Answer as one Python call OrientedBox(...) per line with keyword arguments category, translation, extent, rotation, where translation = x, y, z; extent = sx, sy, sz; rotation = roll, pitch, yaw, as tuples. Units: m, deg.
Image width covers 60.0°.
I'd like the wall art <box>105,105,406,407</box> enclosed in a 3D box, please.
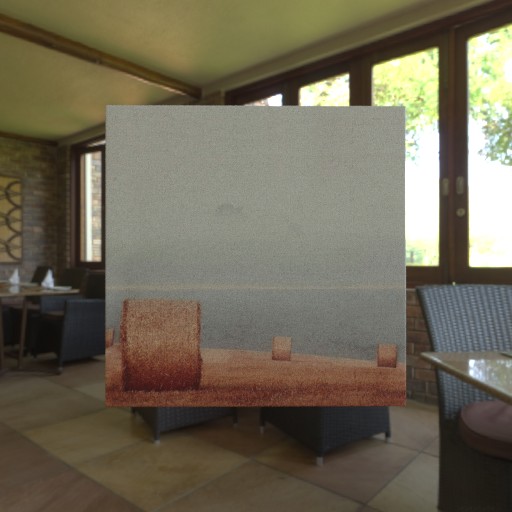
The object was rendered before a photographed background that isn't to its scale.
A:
OrientedBox(category="wall art", translation=(0.000, 0.000, 0.607), extent=(0.405, 0.405, 0.023), rotation=(0, 0, 0))
